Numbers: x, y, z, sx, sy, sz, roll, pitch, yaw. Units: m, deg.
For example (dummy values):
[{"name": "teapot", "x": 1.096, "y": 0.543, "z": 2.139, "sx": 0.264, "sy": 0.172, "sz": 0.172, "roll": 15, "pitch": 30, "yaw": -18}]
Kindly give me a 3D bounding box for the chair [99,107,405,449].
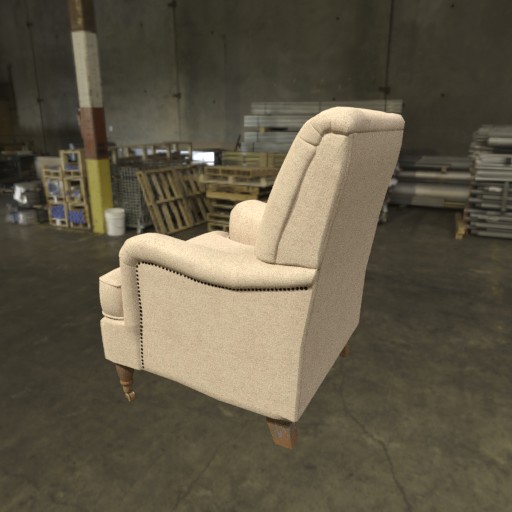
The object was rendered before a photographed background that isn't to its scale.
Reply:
[{"name": "chair", "x": 0.000, "y": 0.000, "z": 1.783, "sx": 0.953, "sy": 1.119, "sz": 0.879, "roll": 8, "pitch": 18, "yaw": 25}]
